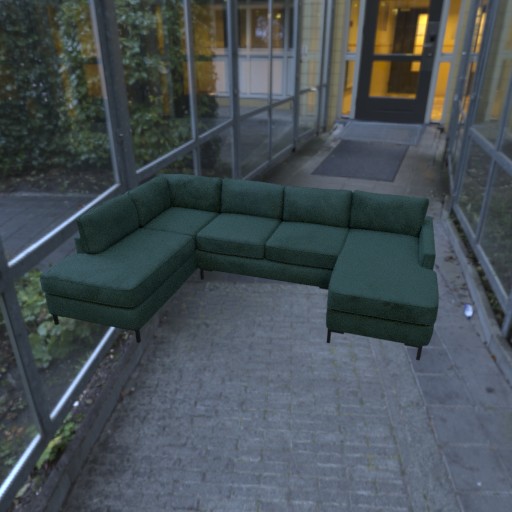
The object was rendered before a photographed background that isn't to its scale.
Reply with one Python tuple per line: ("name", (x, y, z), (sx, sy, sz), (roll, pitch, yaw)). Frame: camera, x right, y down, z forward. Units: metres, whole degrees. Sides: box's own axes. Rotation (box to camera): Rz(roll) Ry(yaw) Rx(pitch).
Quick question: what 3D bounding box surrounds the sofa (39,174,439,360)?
("sofa", (0.000, 0.000, 3.910), (2.994, 0.861, 1.992), (8, 27, 16))
